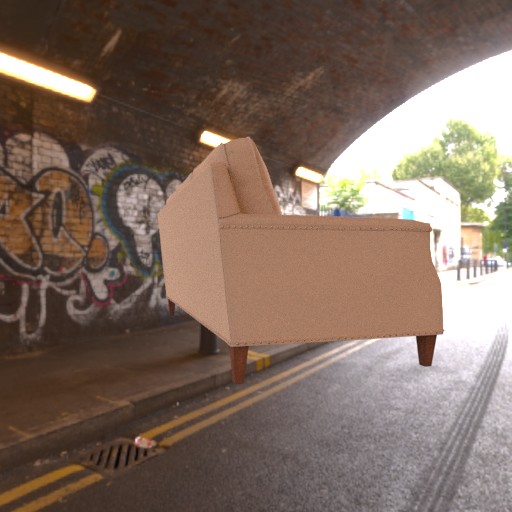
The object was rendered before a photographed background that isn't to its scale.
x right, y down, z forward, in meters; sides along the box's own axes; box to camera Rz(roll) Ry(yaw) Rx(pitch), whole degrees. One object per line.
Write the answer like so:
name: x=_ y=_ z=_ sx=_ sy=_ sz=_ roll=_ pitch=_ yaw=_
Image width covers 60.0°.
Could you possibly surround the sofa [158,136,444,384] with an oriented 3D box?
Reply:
sofa: x=0.000 y=0.000 z=2.876 sx=1.084 sy=1.003 sz=2.246 roll=0 pitch=0 yaw=-18
